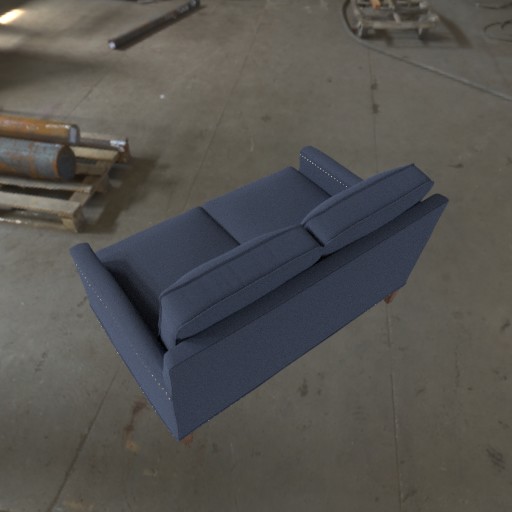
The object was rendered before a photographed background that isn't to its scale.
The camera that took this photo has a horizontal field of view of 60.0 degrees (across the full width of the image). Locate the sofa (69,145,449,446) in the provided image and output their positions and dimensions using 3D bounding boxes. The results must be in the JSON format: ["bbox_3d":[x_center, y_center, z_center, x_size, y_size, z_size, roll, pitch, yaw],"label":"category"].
[{"bbox_3d":[0.000,0.000,2.317,1.597,1.003,1.084,-28,52,-25],"label":"sofa"}]
